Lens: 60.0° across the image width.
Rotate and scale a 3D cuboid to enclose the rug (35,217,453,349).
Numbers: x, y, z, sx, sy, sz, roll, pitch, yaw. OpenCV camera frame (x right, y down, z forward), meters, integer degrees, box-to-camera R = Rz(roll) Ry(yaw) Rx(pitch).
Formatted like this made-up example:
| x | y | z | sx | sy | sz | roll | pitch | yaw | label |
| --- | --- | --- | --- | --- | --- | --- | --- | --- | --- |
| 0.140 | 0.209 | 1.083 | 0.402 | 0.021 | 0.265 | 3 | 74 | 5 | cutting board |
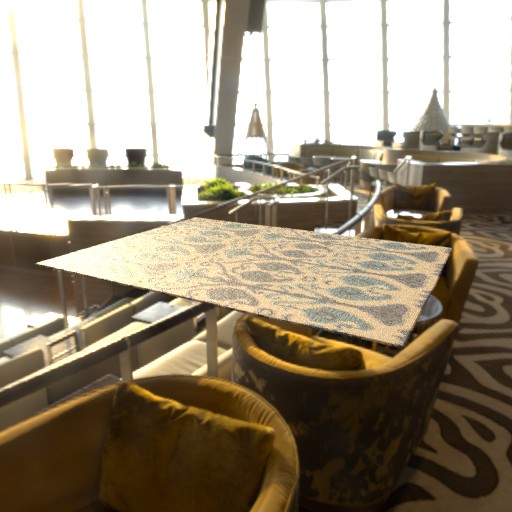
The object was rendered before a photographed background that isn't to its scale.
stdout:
| x | y | z | sx | sy | sz | roll | pitch | yaw | label |
| --- | --- | --- | --- | --- | --- | --- | --- | --- | --- |
| 0.000 | 0.000 | 2.955 | 2.261 | 0.013 | 1.676 | 9 | 19 | 28 | rug |
